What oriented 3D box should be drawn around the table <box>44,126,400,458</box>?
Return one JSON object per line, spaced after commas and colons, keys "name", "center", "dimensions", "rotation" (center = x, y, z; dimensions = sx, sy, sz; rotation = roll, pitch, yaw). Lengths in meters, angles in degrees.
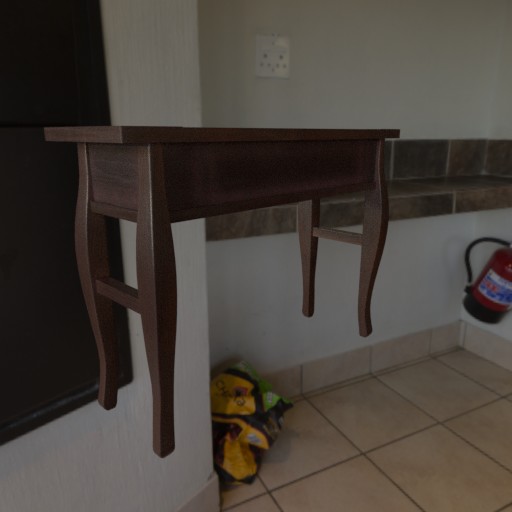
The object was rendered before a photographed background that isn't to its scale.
{"name": "table", "center": [0.000, 0.000, 1.389], "dimensions": [0.373, 0.768, 1.062], "rotation": [15, 21, 43]}
